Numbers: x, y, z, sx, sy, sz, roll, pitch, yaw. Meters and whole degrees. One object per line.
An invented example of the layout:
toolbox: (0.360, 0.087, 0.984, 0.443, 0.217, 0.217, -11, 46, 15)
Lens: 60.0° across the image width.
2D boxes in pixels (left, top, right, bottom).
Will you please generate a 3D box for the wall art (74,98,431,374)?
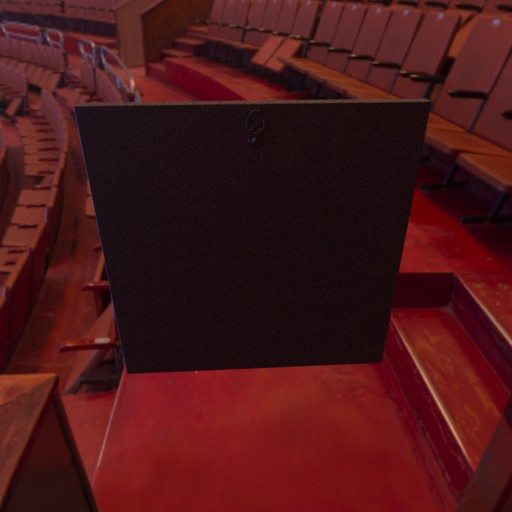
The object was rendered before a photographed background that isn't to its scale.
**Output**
wall art: (0.000, 0.000, 1.208, 0.805, 0.807, 0.043, -2, 30, -3)
